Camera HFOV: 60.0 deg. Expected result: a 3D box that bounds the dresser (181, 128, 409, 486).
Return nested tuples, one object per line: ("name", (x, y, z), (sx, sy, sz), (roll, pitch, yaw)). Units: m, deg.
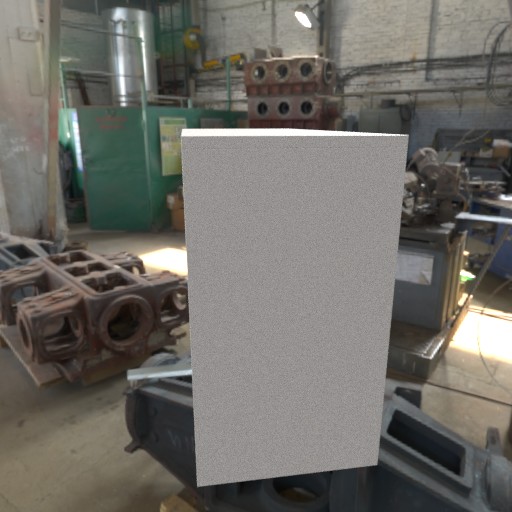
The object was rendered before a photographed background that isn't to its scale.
("dresser", (0.000, 0.000, 1.510), (0.460, 0.820, 1.100), (-3, 17, -9))
